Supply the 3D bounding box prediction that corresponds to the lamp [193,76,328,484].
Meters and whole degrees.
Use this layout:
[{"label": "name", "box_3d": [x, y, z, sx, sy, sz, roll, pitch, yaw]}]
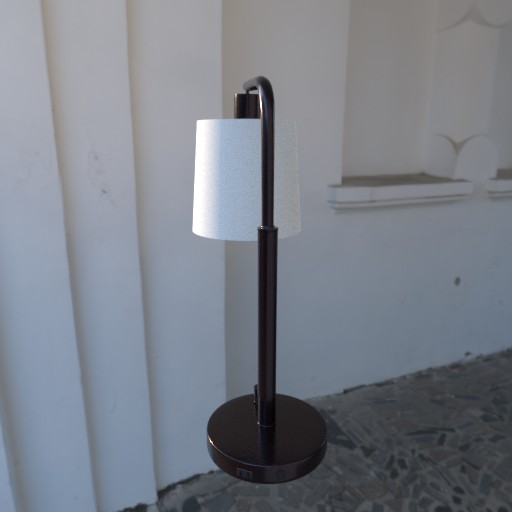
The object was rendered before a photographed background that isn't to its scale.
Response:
[{"label": "lamp", "box_3d": [0.000, 0.000, 0.635, 0.171, 0.489, 0.333, -2, 14, -10]}]
